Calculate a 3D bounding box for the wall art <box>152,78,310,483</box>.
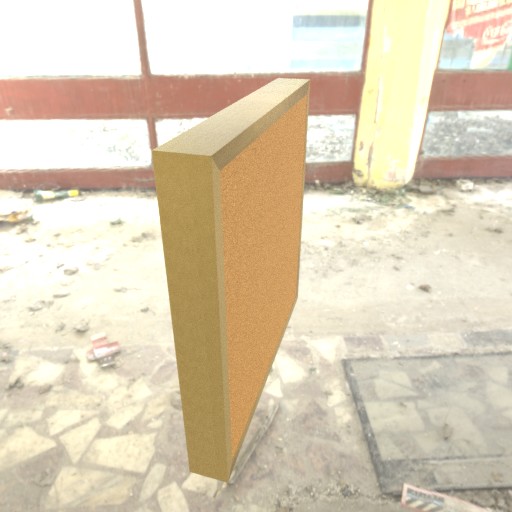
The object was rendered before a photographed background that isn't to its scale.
[{"bbox_3d":[0.000,0.000,0.461,0.038,0.305,0.304,8,31,14],"label":"wall art"}]
